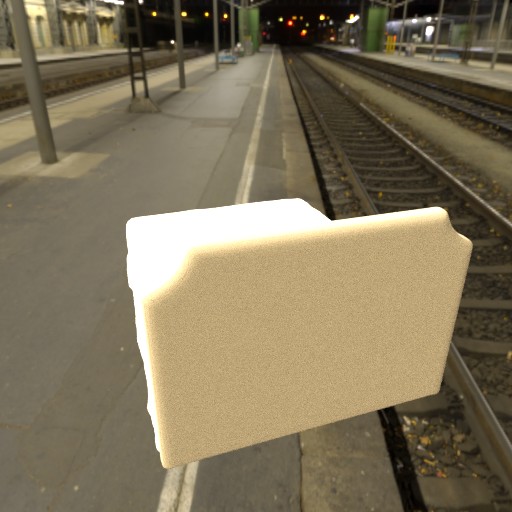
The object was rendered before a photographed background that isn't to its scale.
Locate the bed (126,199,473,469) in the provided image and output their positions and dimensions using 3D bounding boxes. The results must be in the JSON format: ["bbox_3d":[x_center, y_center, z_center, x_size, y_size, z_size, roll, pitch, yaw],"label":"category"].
[{"bbox_3d":[0.000,0.000,3.786,2.134,1.524,2.548,-9,28,-17],"label":"bed"}]
